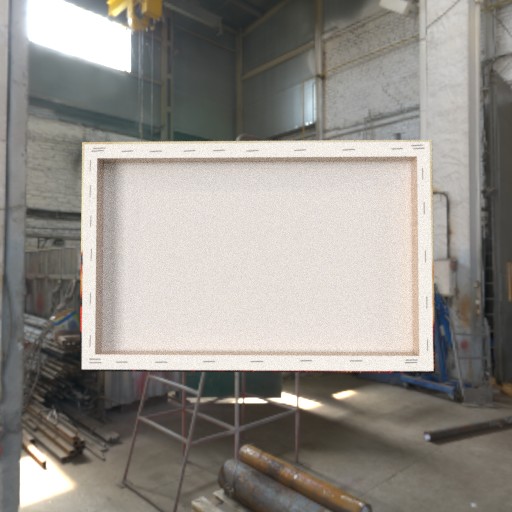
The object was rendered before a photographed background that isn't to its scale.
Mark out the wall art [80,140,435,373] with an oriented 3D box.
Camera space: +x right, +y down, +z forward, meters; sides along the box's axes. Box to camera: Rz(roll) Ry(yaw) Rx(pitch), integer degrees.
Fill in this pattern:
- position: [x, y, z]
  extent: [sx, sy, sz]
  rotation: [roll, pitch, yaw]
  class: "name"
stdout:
- position: [0.000, 0.000, 0.789]
  extent: [0.613, 0.402, 0.040]
  rotation: [0, -2, 1]
  class: "wall art"
